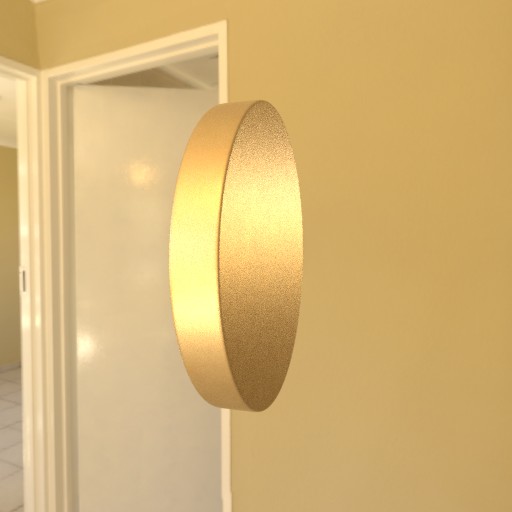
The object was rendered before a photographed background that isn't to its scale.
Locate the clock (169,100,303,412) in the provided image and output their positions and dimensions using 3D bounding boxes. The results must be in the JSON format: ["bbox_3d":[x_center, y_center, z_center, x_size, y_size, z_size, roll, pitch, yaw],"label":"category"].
[{"bbox_3d":[0.000,0.000,0.474,0.040,0.314,0.314,1,2,17],"label":"clock"}]
